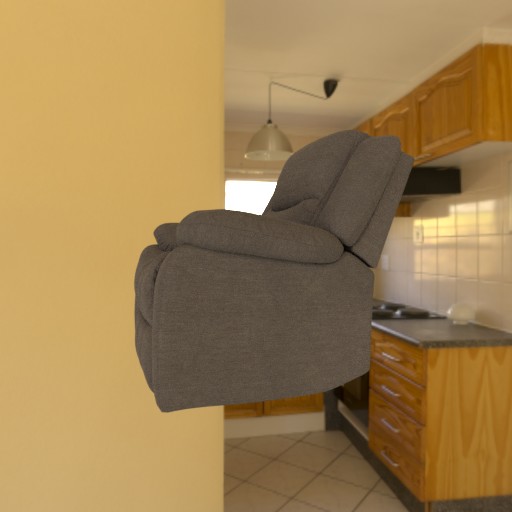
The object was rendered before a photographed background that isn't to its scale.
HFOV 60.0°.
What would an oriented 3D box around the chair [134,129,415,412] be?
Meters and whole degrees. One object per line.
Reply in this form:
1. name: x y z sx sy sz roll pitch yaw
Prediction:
1. chair: 0.000 0.000 1.817 0.944 1.008 0.899 0 1 -19
